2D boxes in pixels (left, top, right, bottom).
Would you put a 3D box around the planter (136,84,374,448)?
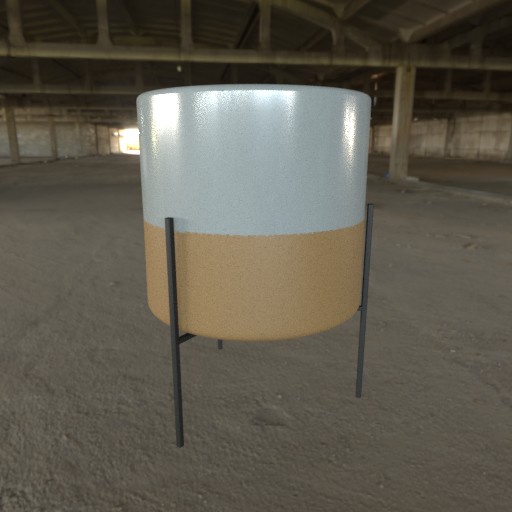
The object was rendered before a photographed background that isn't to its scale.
[{"bbox_3d":[0.000,0.000,0.640,0.310,0.432,0.310,-2,15,-9],"label":"planter"}]
